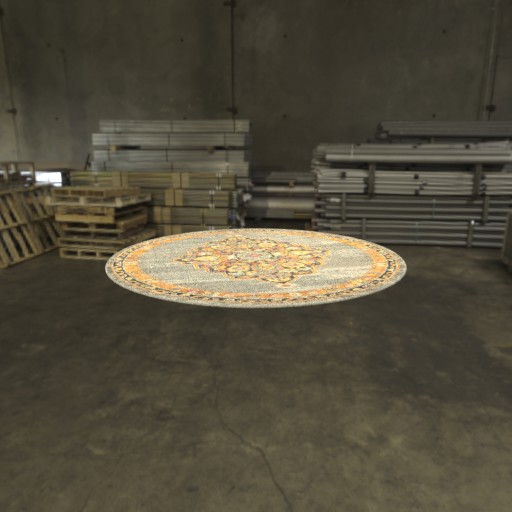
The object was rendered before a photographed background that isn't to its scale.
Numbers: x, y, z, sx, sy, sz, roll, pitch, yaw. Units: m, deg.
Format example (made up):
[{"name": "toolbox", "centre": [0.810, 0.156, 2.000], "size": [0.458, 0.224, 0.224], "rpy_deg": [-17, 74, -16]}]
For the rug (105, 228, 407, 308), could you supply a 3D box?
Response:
[{"name": "rug", "centre": [0.000, 0.000, 2.473], "size": [1.598, 0.010, 1.598], "rpy_deg": [0, 14, 0]}]
